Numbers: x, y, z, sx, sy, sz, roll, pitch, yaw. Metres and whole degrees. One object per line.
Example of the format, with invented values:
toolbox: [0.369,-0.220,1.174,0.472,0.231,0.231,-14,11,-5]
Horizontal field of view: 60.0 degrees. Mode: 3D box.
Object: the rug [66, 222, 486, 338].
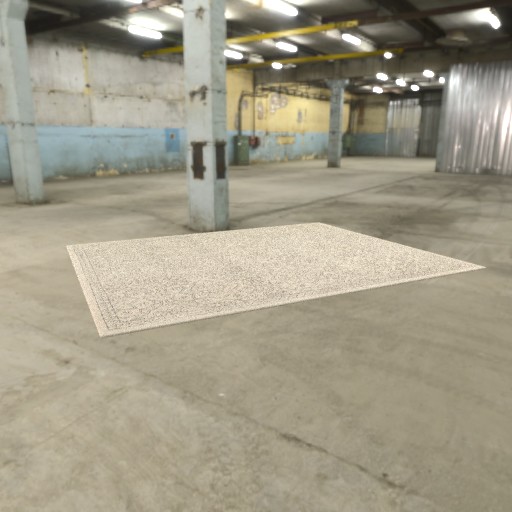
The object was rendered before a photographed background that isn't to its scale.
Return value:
rug: [0.000,0.000,4.059,3.050,0.015,2.441,-7,16,-26]
